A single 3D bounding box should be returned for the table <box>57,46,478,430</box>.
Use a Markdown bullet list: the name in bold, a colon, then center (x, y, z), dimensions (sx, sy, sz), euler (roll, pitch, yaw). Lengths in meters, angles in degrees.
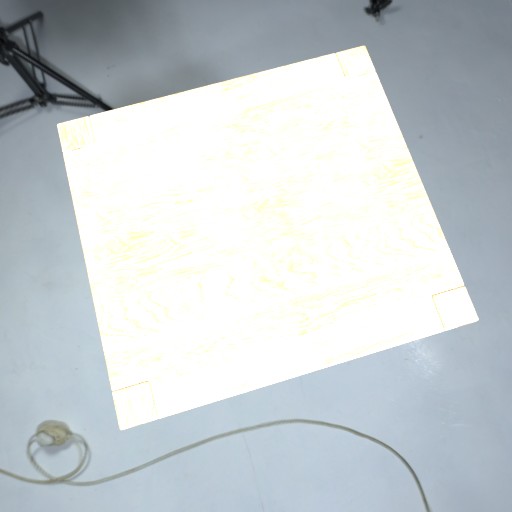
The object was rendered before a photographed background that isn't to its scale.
- **table**: center (0.000, 0.000, 0.832), dimensions (0.480, 0.450, 0.440), euler (-16, 76, -4)
